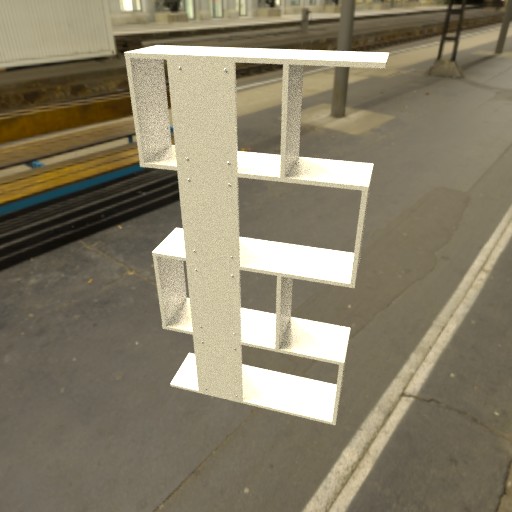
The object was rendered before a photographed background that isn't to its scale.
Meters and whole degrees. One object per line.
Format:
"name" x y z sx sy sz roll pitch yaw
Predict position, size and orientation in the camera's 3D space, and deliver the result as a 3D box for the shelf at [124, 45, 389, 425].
"shelf" 0.000 0.000 1.967 0.890 1.650 0.250 9 32 14
